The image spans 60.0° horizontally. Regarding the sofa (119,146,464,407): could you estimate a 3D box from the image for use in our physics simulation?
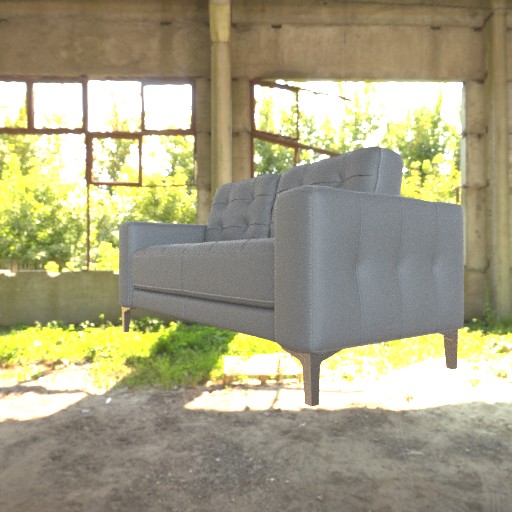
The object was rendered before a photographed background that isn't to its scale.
[{"bbox_3d":[0.000,0.000,2.187,0.833,0.892,1.726,0,-1,-35],"label":"sofa"}]
